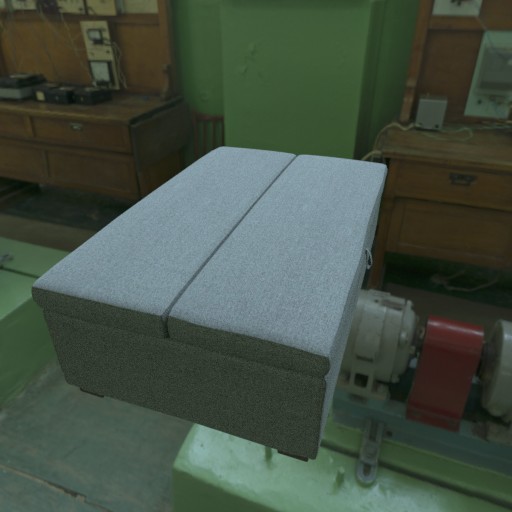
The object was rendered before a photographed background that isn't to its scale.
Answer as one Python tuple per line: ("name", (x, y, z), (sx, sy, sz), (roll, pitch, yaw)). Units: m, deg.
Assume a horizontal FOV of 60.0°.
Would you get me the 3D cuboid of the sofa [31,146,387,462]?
("sofa", (0.000, 0.000, 1.616), (0.817, 0.434, 1.250), (10, 33, 17))
